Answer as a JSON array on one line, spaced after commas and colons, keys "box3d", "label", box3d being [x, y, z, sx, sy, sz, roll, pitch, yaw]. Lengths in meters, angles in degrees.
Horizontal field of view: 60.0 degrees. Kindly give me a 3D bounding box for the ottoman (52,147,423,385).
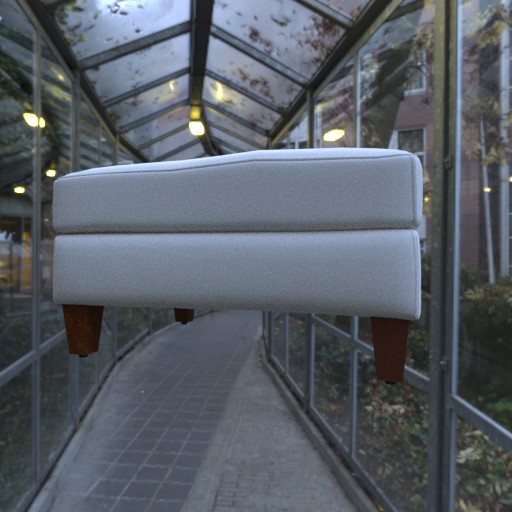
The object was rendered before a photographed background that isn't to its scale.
[{"box3d": [0.000, 0.000, 1.185, 0.818, 0.479, 0.634, 0, 0, 18], "label": "ottoman"}]
